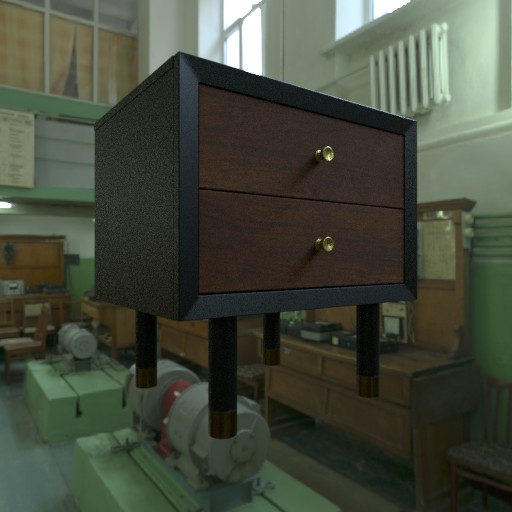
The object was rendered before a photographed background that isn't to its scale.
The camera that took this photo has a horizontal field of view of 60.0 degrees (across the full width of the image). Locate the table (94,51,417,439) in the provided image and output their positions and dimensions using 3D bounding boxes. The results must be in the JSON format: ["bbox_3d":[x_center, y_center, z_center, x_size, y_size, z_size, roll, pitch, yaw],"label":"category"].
[{"bbox_3d":[0.000,0.000,0.961,0.564,0.584,0.441,0,0,-35],"label":"table"}]
